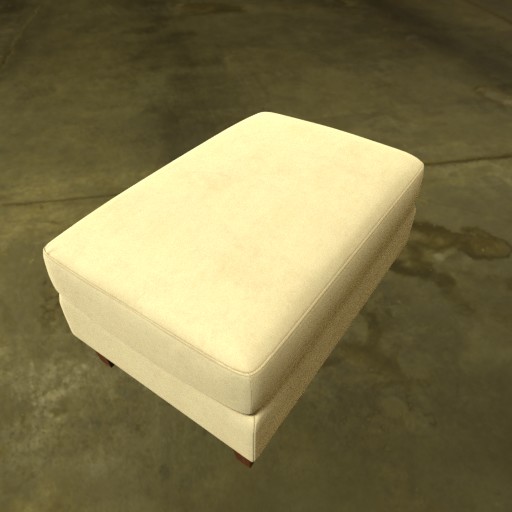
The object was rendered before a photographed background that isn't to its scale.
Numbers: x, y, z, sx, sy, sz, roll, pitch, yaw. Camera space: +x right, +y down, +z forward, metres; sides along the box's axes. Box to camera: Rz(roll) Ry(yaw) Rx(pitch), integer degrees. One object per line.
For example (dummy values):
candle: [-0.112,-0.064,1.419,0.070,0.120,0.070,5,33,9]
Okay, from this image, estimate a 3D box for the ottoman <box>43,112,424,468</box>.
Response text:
ottoman: [0.000,0.000,1.198,0.584,0.483,0.864,25,48,25]
